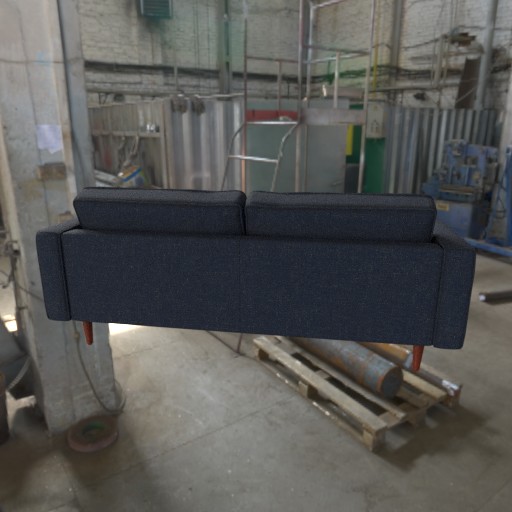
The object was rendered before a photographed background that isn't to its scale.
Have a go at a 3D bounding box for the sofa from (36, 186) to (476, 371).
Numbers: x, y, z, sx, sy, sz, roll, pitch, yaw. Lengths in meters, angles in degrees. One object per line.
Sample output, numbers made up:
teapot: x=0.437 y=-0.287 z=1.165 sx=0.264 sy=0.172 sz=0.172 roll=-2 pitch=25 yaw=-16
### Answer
sofa: x=0.000 y=0.000 z=2.317 sx=1.880 sy=0.762 sz=0.914 roll=3 pitch=17 yaw=9
